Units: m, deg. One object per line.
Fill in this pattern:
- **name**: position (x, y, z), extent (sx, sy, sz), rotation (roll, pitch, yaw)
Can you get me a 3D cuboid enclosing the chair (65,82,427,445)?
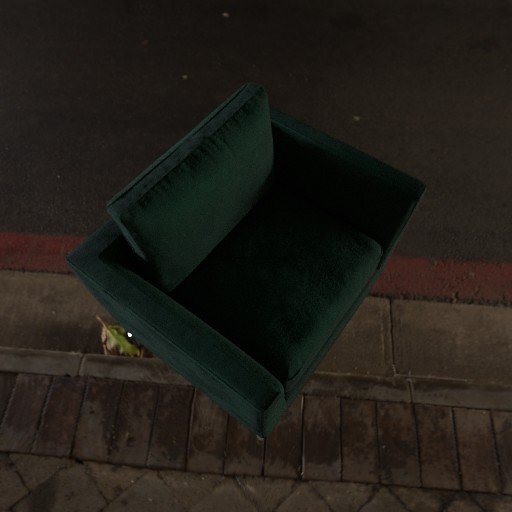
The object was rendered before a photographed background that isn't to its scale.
- **chair**: position (0.000, 0.000, 1.782), extent (0.852, 0.997, 1.047), rotation (33, 64, 18)
